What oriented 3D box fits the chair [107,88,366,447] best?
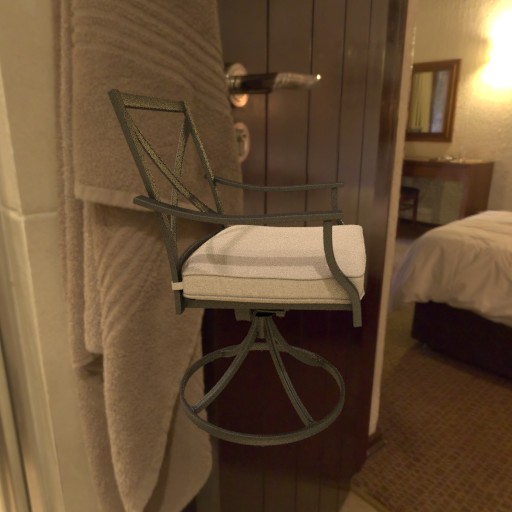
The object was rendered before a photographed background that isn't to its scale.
[{"bbox_3d":[0.000,0.000,1.295,0.620,0.889,0.575,3,16,11],"label":"chair"}]
